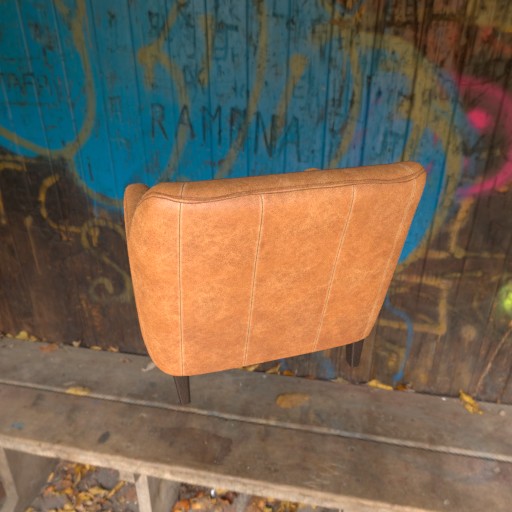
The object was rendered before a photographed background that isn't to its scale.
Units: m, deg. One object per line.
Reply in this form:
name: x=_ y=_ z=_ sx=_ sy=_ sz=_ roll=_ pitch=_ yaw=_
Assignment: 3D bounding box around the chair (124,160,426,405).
chair: x=0.000 y=0.000 z=1.897 sx=1.037 sy=0.980 sz=1.034 roll=-8 pitch=28 yaw=-15
